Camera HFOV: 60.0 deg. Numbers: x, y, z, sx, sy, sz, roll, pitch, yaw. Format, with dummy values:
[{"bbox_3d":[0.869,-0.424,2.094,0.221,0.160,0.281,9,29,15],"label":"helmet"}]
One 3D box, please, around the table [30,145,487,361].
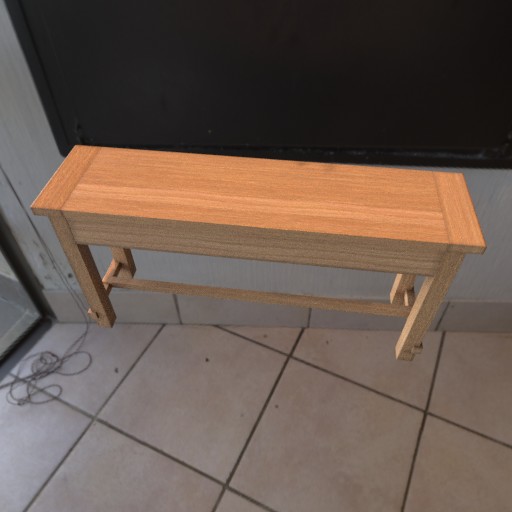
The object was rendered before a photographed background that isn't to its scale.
[{"bbox_3d":[0.000,0.000,1.960,1.599,0.762,0.442,5,47,5],"label":"table"}]
